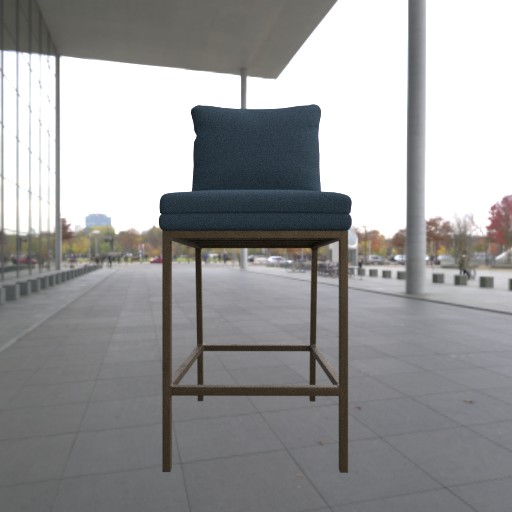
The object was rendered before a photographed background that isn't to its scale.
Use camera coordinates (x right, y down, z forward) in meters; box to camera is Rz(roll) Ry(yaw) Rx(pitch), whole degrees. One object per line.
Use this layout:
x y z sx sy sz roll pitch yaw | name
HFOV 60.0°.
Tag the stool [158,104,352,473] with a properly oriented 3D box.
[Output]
0.000 0.000 1.326 0.463 1.032 0.568 0 0 0 | stool
